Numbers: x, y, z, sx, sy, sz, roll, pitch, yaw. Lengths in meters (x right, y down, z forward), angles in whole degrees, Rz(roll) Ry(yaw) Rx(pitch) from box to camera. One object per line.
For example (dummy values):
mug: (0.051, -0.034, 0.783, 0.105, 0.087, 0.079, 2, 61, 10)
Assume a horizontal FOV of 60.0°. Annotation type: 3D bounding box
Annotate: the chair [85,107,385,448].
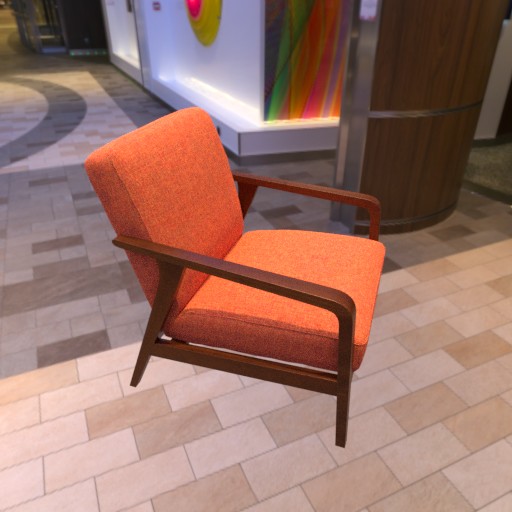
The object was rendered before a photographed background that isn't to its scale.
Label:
chair: (0.000, 0.000, 1.570, 0.860, 0.890, 0.719, 10, 32, 16)
